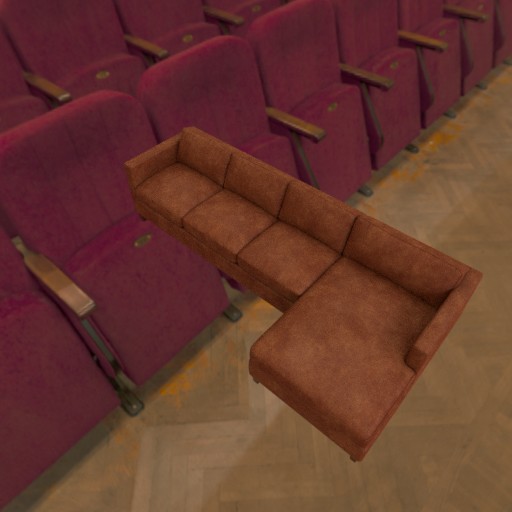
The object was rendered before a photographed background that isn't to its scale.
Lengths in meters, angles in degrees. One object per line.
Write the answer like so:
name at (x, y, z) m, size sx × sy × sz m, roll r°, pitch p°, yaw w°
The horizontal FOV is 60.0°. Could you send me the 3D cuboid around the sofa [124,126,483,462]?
sofa at (0.000, 0.000, 3.870) m, size 3.203 × 0.883 × 1.581 m, roll 33°, pitch 55°, yaw 27°
